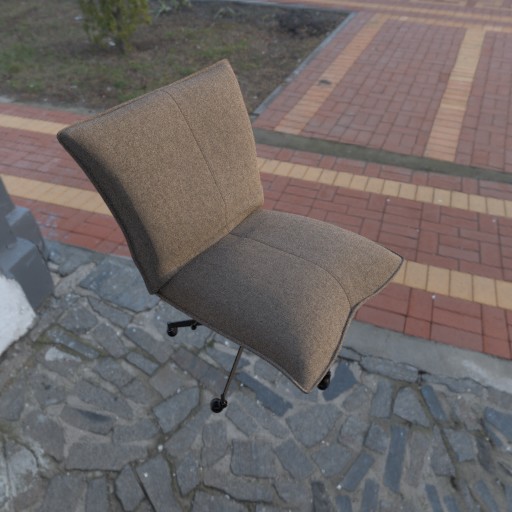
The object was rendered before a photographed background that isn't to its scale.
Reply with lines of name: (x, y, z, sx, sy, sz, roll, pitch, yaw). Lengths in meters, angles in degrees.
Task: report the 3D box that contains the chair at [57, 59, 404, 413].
chair: (0.000, 0.000, 1.265, 0.696, 0.811, 0.597, 27, 48, 27)
